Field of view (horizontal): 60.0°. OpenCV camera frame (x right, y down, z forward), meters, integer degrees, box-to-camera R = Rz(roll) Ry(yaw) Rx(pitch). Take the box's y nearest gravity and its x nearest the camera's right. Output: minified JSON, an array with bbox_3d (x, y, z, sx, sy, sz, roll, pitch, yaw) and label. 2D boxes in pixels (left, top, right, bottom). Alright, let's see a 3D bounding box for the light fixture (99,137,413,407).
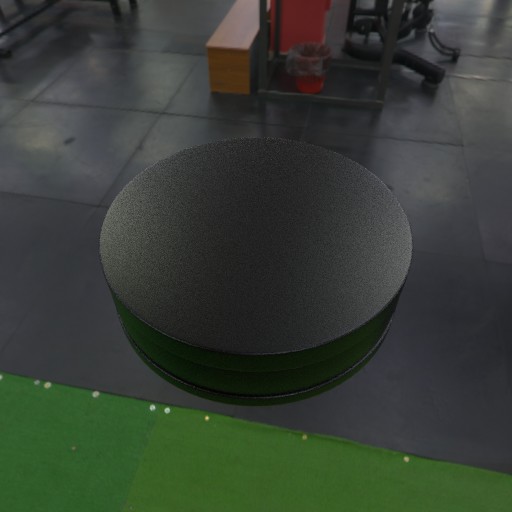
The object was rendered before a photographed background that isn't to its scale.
[{"bbox_3d":[0.000,0.000,0.440,0.283,0.097,0.283,0,47,0],"label":"light fixture"}]
